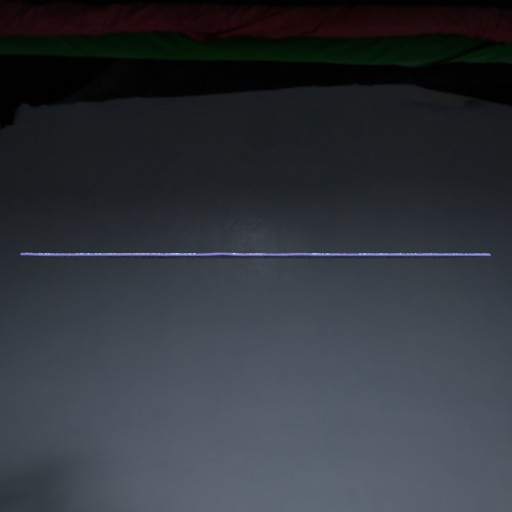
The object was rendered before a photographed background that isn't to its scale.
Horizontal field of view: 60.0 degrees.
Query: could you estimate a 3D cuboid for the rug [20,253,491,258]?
[{"bbox_3d":[0.000,0.000,2.445,2.283,0.016,0.602,0,-2,0],"label":"rug"}]
